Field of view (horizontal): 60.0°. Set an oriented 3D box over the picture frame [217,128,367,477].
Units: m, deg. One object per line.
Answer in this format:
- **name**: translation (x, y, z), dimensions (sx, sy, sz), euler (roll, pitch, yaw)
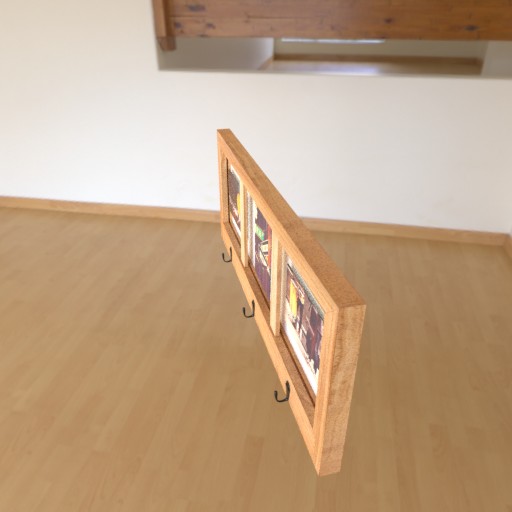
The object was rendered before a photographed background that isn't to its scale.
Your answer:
- **picture frame**: translation (0.000, 0.000, 0.675), dimensions (0.045, 0.234, 0.582), euler (-8, 32, -12)
